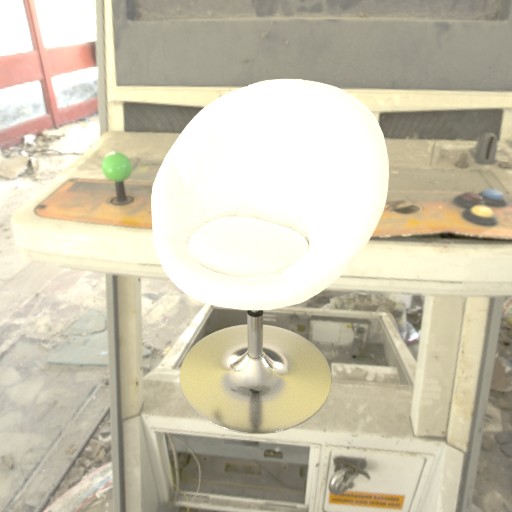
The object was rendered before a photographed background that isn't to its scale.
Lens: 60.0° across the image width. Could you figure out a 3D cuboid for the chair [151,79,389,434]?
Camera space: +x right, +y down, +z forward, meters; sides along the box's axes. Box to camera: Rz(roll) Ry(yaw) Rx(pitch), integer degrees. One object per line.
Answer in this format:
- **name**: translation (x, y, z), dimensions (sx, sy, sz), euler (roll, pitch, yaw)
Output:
- **chair**: translation (0.000, 0.000, 1.780), dimensions (0.940, 1.261, 0.736), euler (18, 34, 28)
